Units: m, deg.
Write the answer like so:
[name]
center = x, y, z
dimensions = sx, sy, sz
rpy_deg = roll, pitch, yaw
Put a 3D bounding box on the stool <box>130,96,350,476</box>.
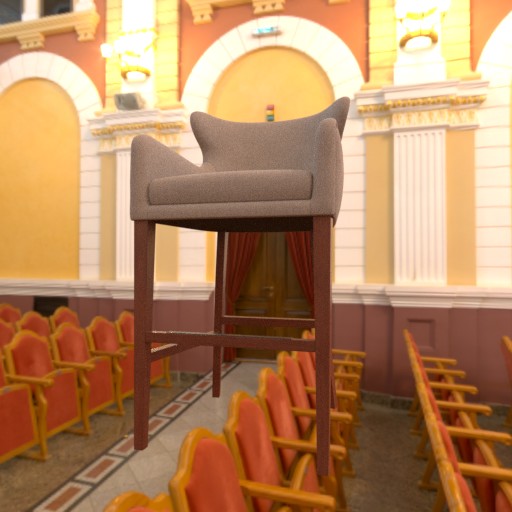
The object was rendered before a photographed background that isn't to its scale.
[stool]
center = 0.000, 0.000, 1.396
dimensions = 0.575, 1.047, 0.575
rpy_deg = 0, 0, 16
